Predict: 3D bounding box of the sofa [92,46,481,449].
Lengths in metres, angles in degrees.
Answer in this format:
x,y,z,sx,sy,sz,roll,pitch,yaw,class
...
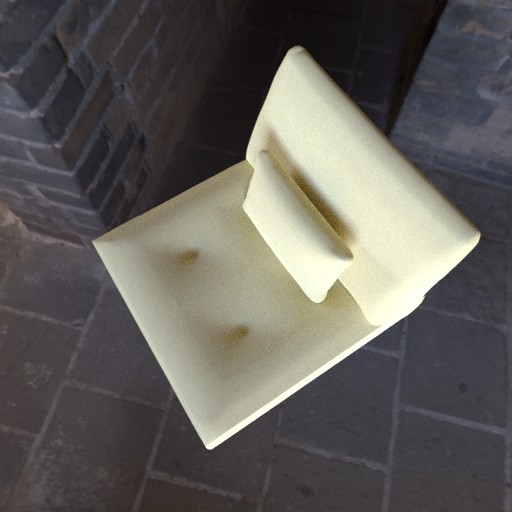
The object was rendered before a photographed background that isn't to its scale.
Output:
x,y,z,sx,sy,sz,roll,pitch,yaw,class
0.000,0.000,1.653,1.000,0.820,0.930,-31,69,-13,sofa
